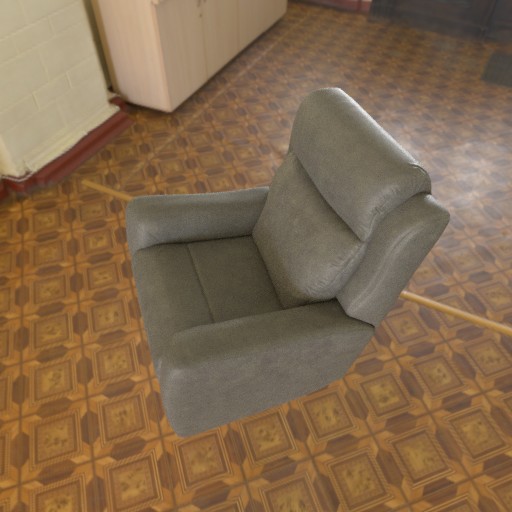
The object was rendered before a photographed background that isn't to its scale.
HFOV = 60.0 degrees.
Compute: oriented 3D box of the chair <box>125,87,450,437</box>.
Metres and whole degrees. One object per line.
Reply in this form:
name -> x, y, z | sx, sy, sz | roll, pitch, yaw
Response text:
chair -> 0.000, 0.000, 1.911 | 1.068, 1.116, 0.965 | -15, 49, -13
